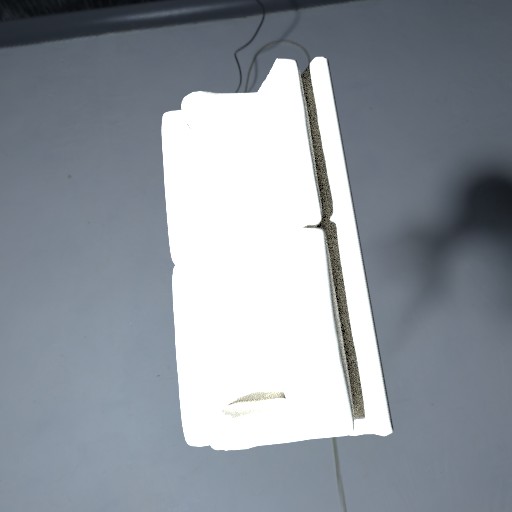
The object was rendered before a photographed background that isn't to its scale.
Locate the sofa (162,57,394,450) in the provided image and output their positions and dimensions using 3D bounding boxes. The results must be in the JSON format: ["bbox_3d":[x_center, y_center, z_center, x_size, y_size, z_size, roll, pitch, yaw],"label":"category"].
[{"bbox_3d":[0.000,0.000,2.756,1.086,1.087,2.159,-6,76,-2],"label":"sofa"}]
